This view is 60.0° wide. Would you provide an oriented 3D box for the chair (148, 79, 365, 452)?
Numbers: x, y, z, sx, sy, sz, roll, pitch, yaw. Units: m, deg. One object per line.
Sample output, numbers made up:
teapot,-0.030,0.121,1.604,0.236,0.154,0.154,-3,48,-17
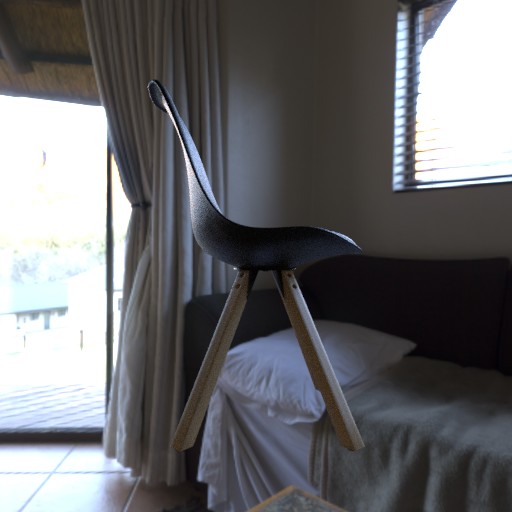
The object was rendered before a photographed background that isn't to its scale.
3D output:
chair,0.000,0.000,1.187,0.549,0.850,0.485,0,0,0
